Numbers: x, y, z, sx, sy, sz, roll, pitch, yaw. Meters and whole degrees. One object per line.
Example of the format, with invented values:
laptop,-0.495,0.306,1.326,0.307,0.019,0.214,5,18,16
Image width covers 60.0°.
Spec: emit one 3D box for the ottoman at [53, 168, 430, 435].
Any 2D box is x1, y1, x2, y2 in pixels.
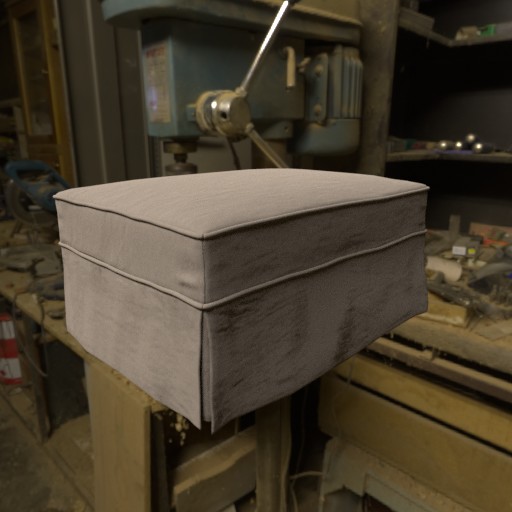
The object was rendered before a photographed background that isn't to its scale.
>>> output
ottoman,0.000,0.000,1.321,0.944,0.479,0.703,-15,22,-43
